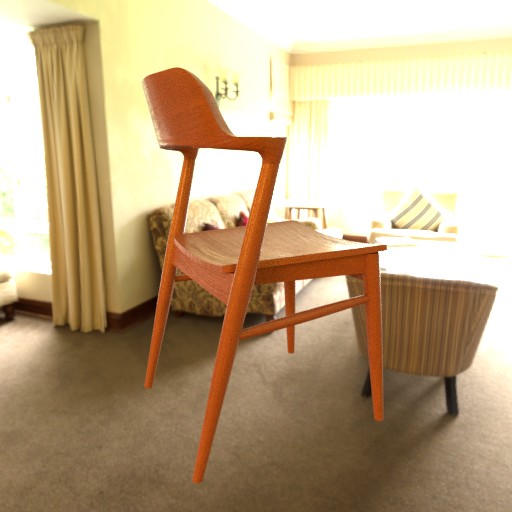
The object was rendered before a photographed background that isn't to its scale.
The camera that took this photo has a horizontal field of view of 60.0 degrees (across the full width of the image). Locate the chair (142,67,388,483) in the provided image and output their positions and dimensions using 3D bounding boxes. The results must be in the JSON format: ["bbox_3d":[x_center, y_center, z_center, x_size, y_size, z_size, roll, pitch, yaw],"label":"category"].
[{"bbox_3d":[0.000,0.000,1.097,0.499,0.801,0.496,-7,15,-26],"label":"chair"}]
